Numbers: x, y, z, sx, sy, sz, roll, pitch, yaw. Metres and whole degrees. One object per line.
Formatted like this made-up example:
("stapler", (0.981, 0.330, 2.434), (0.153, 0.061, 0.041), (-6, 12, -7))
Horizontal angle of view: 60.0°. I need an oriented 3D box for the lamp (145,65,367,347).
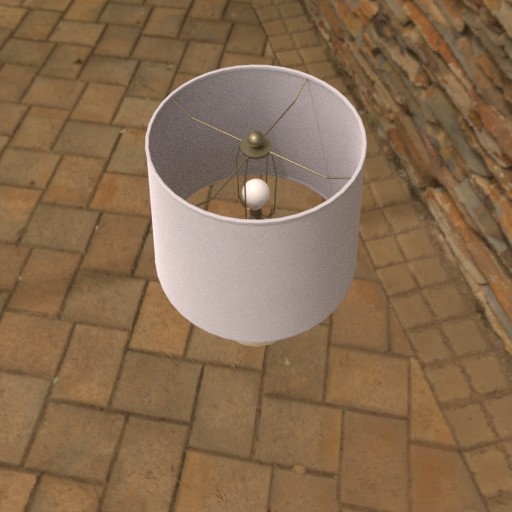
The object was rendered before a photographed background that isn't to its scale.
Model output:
("lamp", (0.000, 0.000, 0.548), (0.239, 0.399, 0.239), (0, 58, 0))
